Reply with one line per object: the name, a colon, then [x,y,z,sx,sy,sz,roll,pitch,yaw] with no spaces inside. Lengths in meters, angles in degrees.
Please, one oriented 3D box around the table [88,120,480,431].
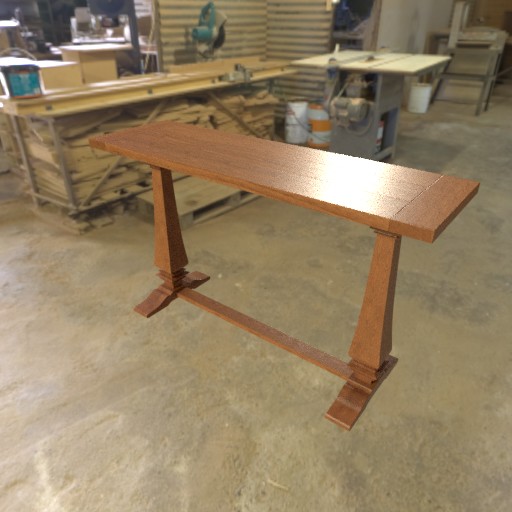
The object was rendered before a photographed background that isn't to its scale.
table: [0.000,0.000,1.874,1.478,0.852,0.461,21,35,32]
